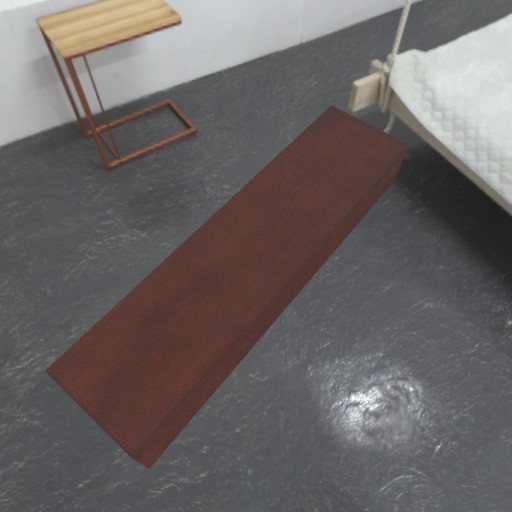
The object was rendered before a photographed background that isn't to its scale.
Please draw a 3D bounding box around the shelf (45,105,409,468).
[{"bbox_3d":[0.000,0.000,0.662,0.152,0.088,0.607,35,64,19],"label":"shelf"}]
